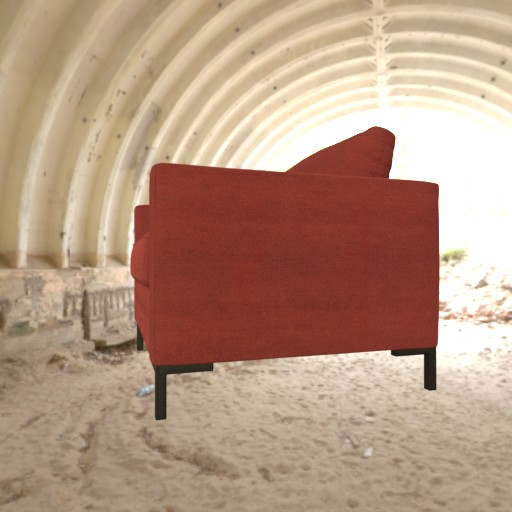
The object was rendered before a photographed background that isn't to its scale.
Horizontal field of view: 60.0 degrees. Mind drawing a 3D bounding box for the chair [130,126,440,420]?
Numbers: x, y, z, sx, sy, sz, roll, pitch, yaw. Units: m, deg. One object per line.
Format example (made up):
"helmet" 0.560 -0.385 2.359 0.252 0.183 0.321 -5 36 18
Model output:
"chair" 0.000 0.000 1.632 0.875 0.812 0.964 0 -1 -18
